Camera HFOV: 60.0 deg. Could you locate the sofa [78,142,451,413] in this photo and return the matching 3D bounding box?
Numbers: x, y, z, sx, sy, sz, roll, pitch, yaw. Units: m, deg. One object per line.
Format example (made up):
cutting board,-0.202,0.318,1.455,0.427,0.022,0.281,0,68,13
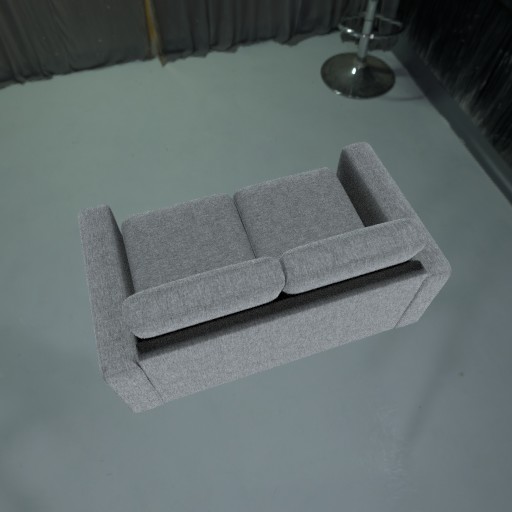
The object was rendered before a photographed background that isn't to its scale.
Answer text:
sofa,0.000,0.000,2.132,1.520,0.800,0.900,-16,58,-10
